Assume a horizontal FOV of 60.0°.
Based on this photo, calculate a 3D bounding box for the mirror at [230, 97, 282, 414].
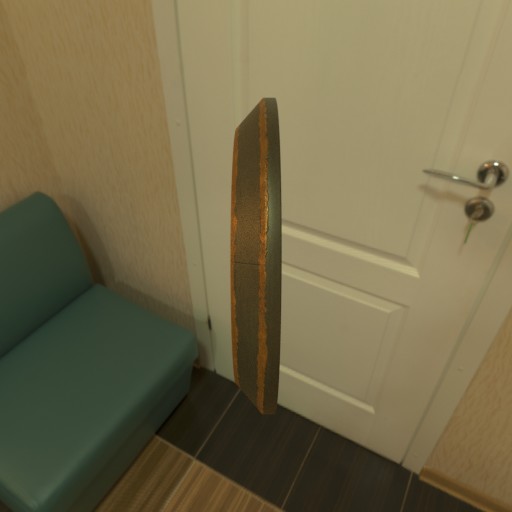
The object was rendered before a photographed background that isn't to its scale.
[{"bbox_3d":[0.000,0.000,1.348,0.111,0.907,0.907,0,41,0],"label":"mirror"}]
